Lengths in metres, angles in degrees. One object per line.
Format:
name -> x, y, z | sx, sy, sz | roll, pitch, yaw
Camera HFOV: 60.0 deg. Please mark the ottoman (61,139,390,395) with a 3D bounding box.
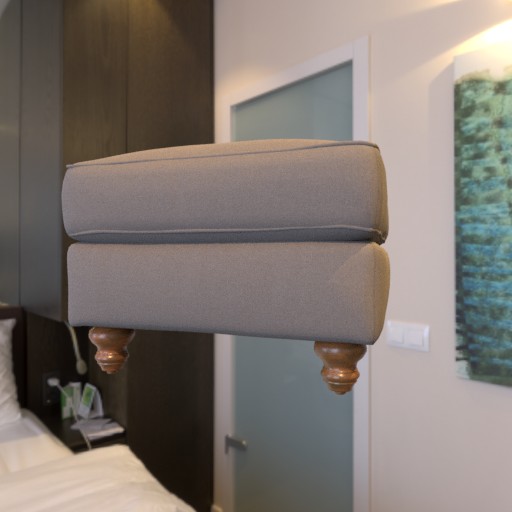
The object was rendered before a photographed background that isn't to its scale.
ottoman -> 0.000, 0.000, 1.142 | 0.662, 0.505, 0.721 | 0, 0, 17
